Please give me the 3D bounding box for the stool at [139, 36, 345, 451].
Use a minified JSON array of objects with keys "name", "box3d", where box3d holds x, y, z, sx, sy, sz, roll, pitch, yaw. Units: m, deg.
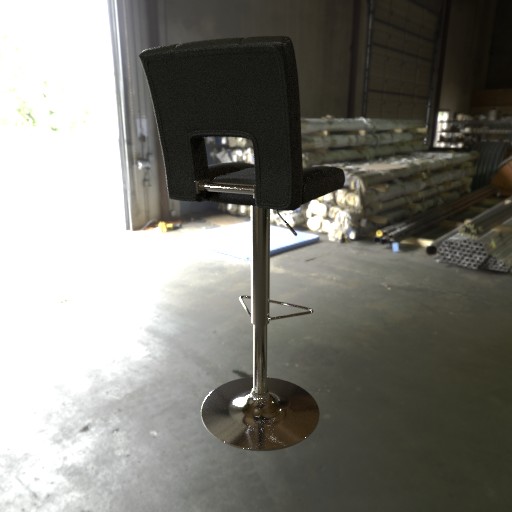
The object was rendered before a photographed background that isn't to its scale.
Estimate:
[{"name":"stool","box3d":[0.000,0.000,1.368,0.415,1.151,0.520,8,19,26]}]
